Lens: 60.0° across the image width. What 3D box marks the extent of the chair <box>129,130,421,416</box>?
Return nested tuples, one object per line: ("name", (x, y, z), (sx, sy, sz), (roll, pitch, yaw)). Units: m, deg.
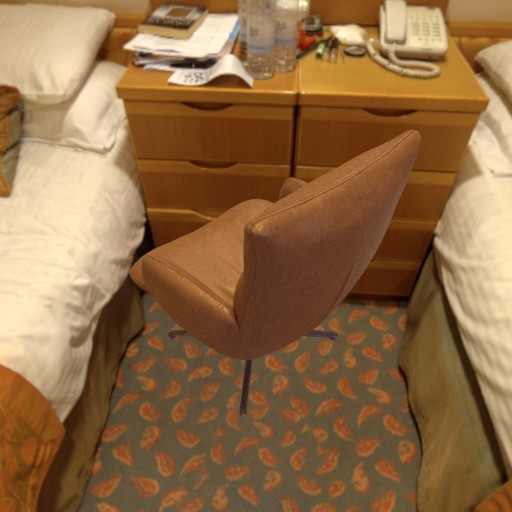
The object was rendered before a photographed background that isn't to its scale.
("chair", (0.000, 0.000, 1.579), (0.711, 1.027, 0.794), (-32, 53, -29))
